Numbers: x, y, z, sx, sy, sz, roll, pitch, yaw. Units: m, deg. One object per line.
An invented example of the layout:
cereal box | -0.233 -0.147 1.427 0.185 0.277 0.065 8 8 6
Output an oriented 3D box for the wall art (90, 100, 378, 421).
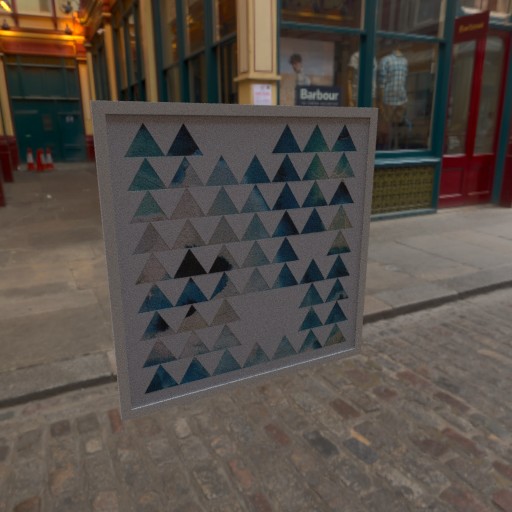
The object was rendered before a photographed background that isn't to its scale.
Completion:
wall art | 0.000 0.000 0.706 0.456 0.456 0.007 -8 18 -26
